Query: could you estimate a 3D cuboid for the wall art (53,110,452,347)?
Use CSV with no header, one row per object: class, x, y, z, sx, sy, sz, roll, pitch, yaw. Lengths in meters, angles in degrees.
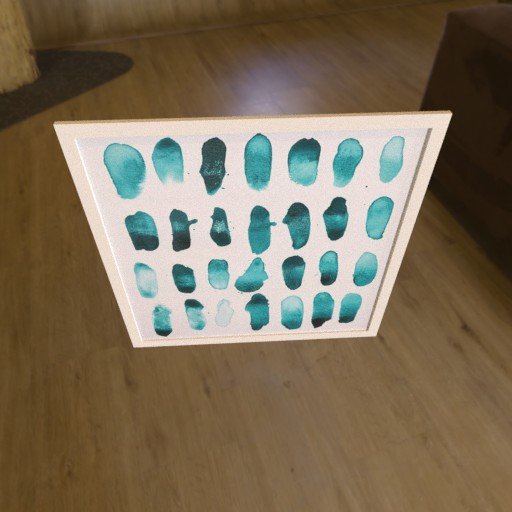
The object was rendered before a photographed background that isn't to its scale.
wall art,0.000,0.000,0.823,0.558,0.559,0.009,-2,46,-2
